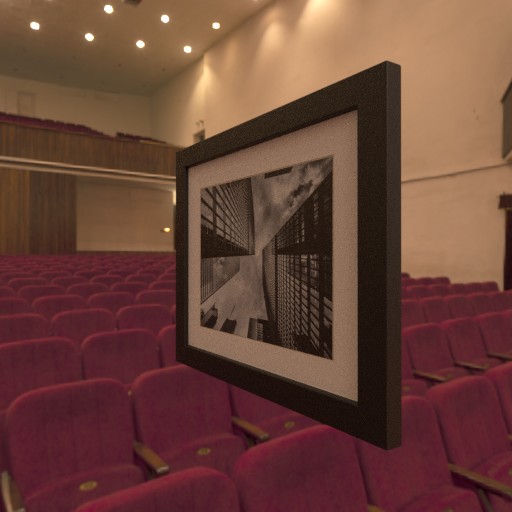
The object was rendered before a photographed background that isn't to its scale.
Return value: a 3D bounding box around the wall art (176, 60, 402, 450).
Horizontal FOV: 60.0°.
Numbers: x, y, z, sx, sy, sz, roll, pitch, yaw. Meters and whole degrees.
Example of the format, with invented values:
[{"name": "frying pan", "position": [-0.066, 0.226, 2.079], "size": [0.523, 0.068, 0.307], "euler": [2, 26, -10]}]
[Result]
[{"name": "wall art", "position": [0.000, 0.000, 0.748], "size": [0.031, 0.457, 0.558], "euler": [0, 0, -36]}]
